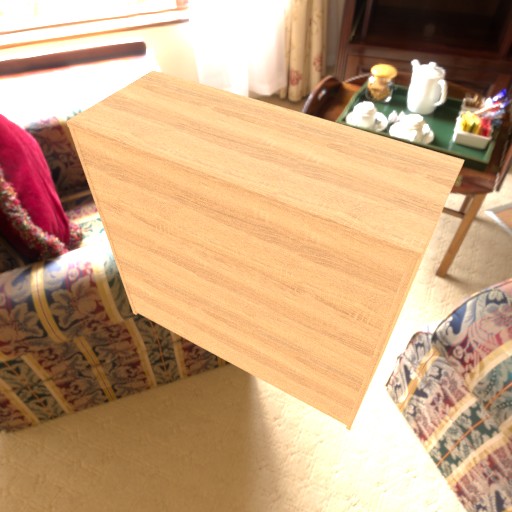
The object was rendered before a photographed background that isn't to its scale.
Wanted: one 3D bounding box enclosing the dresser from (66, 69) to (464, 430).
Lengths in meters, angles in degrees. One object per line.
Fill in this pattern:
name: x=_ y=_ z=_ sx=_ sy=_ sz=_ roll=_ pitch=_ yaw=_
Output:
dresser: x=0.000 y=0.000 z=1.483 sx=0.980 sy=0.900 sz=0.380 roll=23 pitch=51 yaw=20
